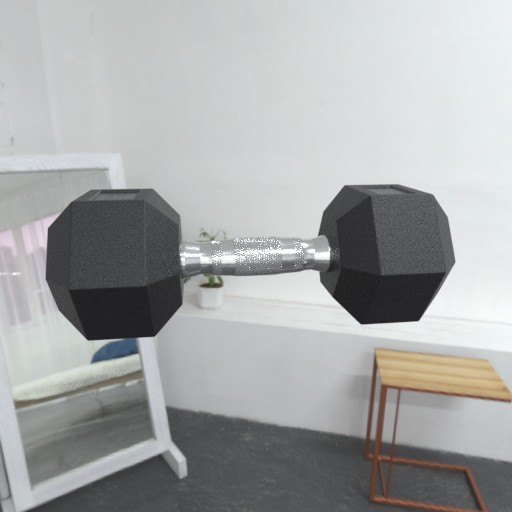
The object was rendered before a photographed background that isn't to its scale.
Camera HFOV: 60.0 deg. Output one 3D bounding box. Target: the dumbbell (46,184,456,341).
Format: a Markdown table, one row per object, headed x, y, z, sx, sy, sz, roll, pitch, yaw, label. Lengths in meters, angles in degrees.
| x | y | z | sx | sy | sz | roll | pitch | yaw | label |
| --- | --- | --- | --- | --- | --- | --- | --- | --- | --- |
| 0.000 | 0.000 | 0.423 | 0.356 | 0.123 | 0.141 | -2 | 17 | -7 | dumbbell |
